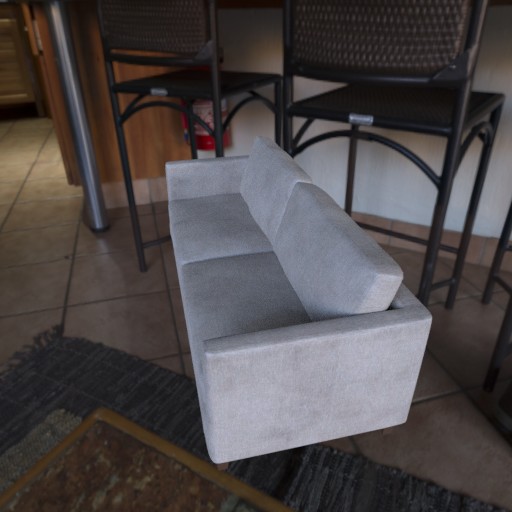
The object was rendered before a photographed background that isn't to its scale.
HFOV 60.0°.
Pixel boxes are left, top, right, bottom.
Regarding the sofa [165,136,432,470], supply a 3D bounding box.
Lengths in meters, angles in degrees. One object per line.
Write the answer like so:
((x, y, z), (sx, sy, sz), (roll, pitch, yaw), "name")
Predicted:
((0.000, 0.000, 2.708), (0.951, 0.965, 2.208), (-7, 31, -12), "sofa")
